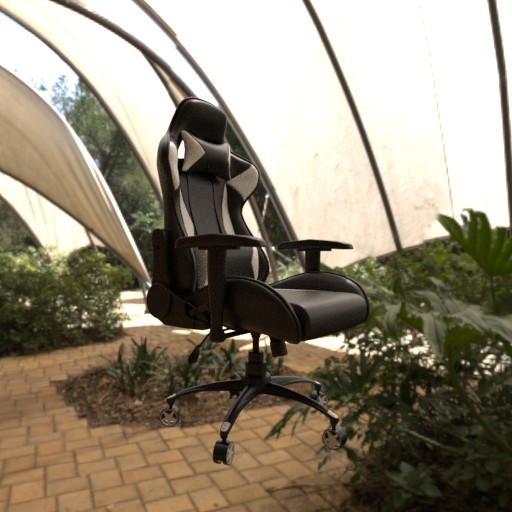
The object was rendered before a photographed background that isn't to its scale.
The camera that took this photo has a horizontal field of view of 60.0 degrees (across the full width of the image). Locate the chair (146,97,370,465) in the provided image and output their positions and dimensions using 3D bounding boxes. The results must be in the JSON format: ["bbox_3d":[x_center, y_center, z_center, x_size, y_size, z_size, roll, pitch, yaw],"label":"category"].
[{"bbox_3d":[0.000,0.000,1.681,0.695,1.285,0.730,0,0,36],"label":"chair"}]
